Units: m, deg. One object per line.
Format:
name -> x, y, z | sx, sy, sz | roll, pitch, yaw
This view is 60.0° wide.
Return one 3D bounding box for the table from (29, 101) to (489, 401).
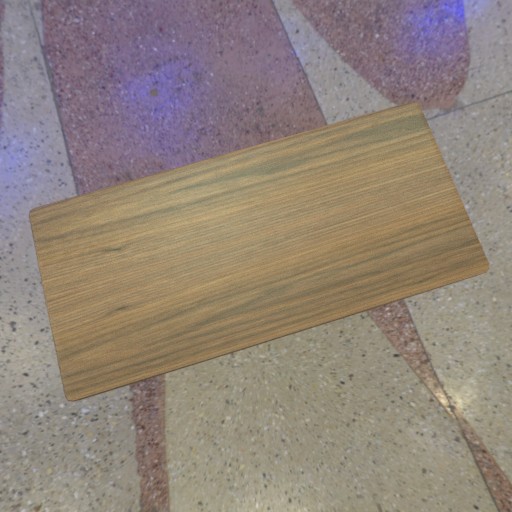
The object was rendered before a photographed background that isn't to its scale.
table -> 0.000, 0.000, 1.656 | 1.375, 0.468, 0.637 | -17, 77, -4
